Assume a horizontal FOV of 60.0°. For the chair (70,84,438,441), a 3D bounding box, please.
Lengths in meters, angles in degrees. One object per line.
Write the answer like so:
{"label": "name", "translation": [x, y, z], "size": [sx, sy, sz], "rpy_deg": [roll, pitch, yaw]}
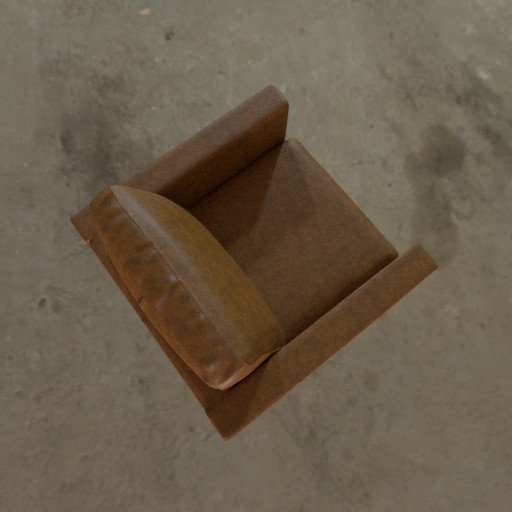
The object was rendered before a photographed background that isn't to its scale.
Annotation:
{"label": "chair", "translation": [0.000, 0.000, 1.667], "size": [0.909, 0.956, 0.890], "rpy_deg": [-37, 77, -10]}
